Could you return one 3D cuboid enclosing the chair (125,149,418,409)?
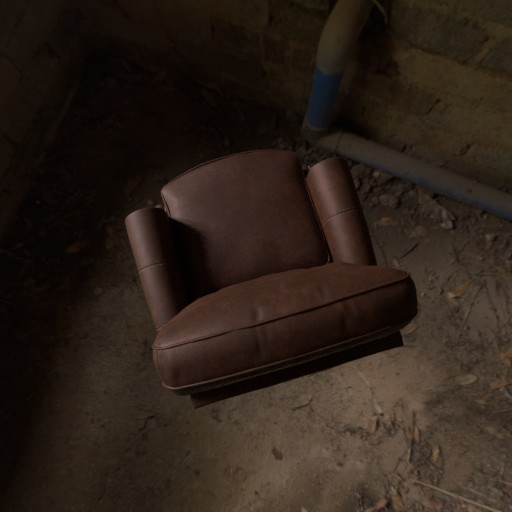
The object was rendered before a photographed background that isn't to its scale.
[{"bbox_3d":[0.000,0.000,1.803,0.936,1.018,0.986,-16,76,-4],"label":"chair"}]
